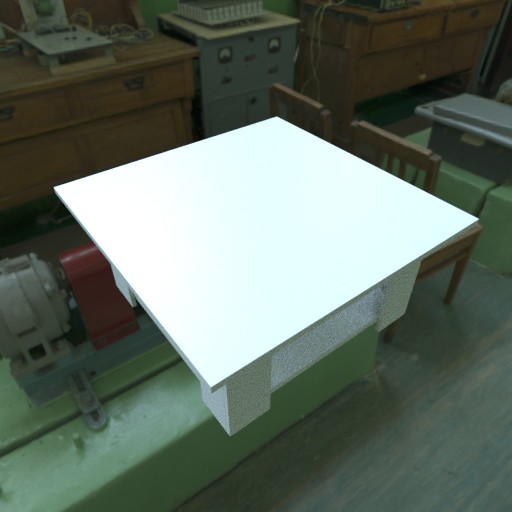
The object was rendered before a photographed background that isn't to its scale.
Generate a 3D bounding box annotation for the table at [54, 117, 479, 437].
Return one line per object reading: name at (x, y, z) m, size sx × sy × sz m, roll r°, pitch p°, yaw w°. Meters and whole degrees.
table at (0.000, 0.000, 1.080) m, size 0.670 × 0.305 × 0.670 m, roll -26°, pitch 47°, yaw -28°
